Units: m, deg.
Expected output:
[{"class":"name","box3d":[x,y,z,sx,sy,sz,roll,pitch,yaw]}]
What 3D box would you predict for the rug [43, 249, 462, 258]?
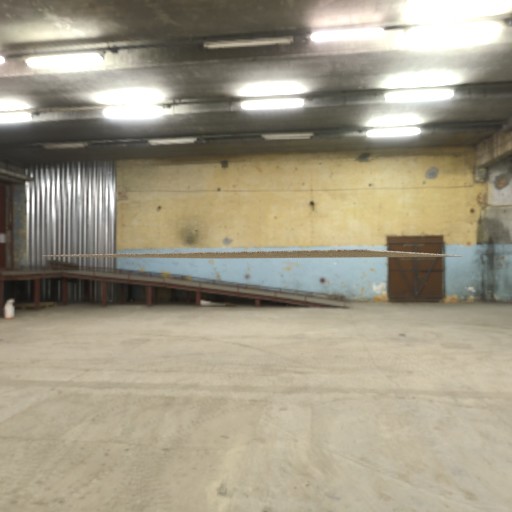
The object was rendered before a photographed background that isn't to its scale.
[{"class":"rug","box3d":[0.000,0.000,3.895,2.939,0.009,2.313,-1,-1,36]}]
